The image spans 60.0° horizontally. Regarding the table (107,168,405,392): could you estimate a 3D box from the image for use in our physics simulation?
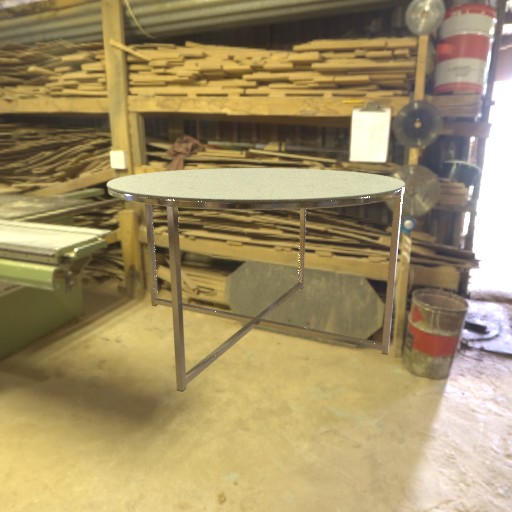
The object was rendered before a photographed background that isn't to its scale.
[{"bbox_3d":[0.000,0.000,1.308,0.800,0.450,0.800,0,16,0],"label":"table"}]
